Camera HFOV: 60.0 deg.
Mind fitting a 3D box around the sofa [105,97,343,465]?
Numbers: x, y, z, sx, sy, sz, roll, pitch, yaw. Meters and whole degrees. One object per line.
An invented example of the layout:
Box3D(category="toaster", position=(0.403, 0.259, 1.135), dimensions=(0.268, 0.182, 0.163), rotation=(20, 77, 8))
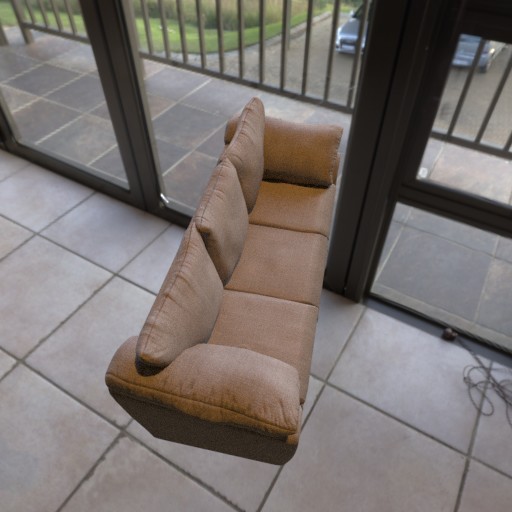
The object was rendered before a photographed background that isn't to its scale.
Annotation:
Box3D(category="sofa", position=(0.000, 0.000, 2.770), dimensions=(0.878, 0.996, 2.334), rotation=(9, 48, 8))
